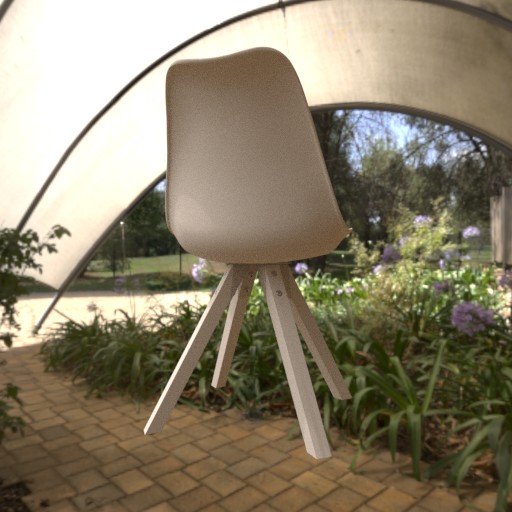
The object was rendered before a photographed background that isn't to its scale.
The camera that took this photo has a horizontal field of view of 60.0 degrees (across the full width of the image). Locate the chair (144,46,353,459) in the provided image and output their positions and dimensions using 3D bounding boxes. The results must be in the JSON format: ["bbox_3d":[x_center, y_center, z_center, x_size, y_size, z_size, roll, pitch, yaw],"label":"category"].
[{"bbox_3d":[0.000,0.000,1.172,0.485,0.850,0.550,0,0,18],"label":"chair"}]
